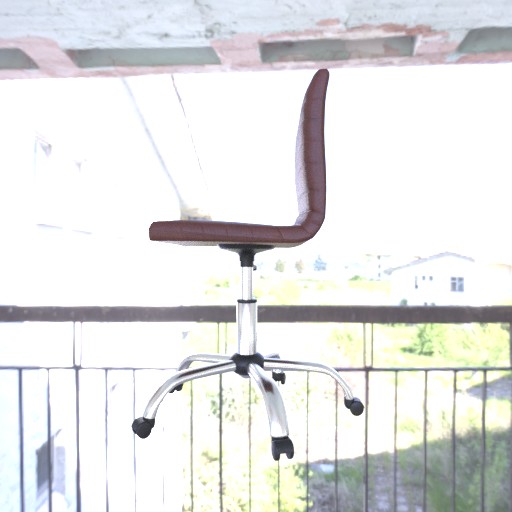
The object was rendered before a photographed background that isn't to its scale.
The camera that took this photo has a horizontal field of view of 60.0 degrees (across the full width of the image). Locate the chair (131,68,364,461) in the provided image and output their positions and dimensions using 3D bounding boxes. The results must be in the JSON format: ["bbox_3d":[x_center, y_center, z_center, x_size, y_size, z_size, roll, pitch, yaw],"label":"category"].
[{"bbox_3d":[0.000,0.000,1.107,0.530,0.780,0.556,0,0,2],"label":"chair"}]
